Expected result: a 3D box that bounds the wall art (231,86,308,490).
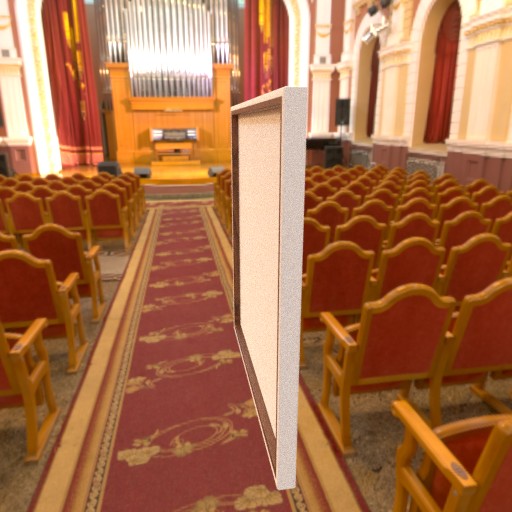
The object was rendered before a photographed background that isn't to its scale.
[{"bbox_3d":[0.000,0.000,1.140,0.037,0.757,0.757,-3,16,-9],"label":"wall art"}]
